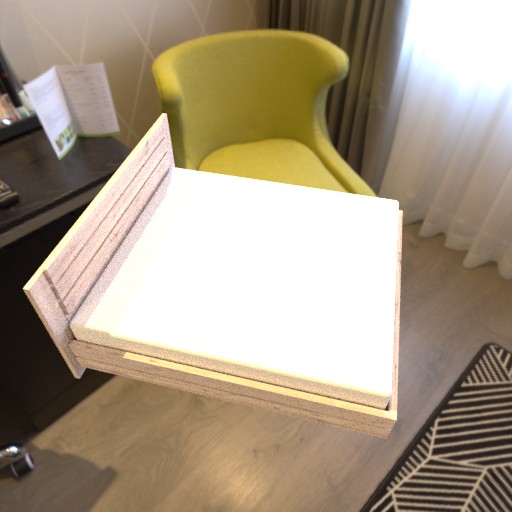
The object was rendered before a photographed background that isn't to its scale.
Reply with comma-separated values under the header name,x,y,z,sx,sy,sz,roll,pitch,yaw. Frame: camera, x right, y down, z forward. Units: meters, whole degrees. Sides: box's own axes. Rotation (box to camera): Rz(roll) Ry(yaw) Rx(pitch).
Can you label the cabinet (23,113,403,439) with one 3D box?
name,x,y,z,sx,sy,sz,roll,pitch,yaw
cabinet,0.000,0.000,3.185,2.080,0.970,1.950,10,47,10
